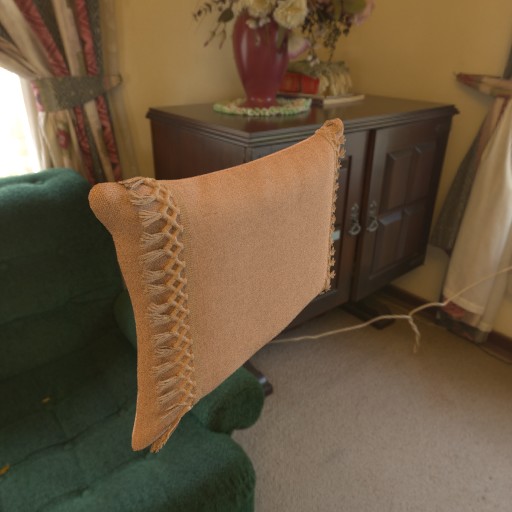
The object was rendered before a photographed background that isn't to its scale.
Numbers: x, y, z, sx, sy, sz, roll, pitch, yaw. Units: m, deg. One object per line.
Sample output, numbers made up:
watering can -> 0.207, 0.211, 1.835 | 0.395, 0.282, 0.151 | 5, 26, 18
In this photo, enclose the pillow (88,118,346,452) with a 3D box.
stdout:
pillow -> 0.000, 0.000, 0.590 | 0.084, 0.305, 0.466 | 17, 30, 31
